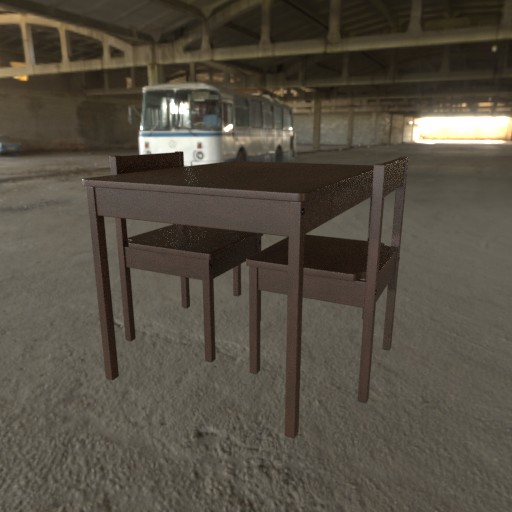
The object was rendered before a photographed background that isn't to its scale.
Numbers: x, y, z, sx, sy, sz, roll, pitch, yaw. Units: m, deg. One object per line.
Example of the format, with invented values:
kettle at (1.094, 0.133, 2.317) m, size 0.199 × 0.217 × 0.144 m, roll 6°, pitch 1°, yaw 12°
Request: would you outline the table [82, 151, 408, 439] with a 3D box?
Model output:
table at (0.000, 0.000, 1.144) m, size 0.672 × 0.503 × 0.650 m, roll 8°, pitch 17°, yaw 26°
